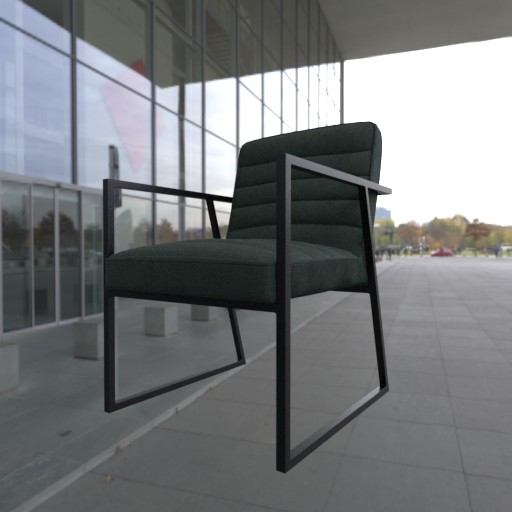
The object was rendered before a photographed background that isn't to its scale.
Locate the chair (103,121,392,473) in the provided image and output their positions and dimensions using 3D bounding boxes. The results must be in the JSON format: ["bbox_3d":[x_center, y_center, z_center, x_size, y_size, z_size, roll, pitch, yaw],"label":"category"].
[{"bbox_3d":[0.000,0.000,1.268,0.571,0.833,0.677,1,1,35],"label":"chair"}]
